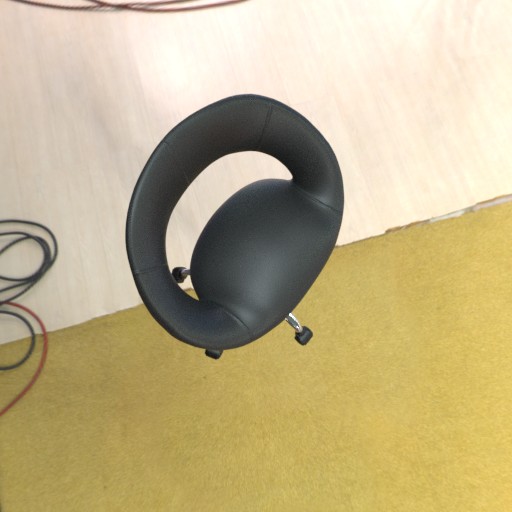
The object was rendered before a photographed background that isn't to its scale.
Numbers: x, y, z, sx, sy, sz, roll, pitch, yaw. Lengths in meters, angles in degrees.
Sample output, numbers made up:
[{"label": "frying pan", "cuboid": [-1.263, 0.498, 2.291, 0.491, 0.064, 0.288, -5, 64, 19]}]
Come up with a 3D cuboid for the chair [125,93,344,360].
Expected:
[{"label": "chair", "cuboid": [0.000, 0.000, 1.212, 0.538, 0.791, 0.612, 35, 78, 8]}]
